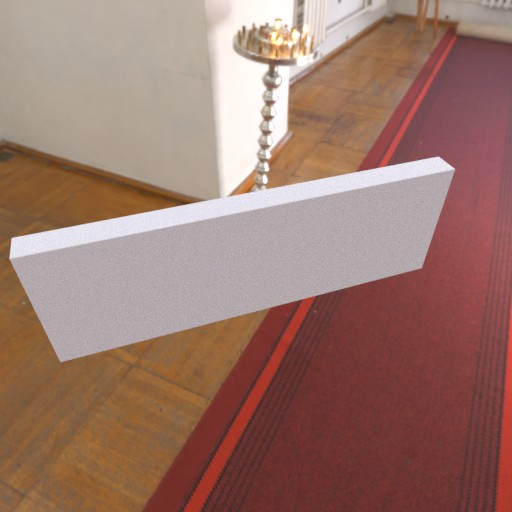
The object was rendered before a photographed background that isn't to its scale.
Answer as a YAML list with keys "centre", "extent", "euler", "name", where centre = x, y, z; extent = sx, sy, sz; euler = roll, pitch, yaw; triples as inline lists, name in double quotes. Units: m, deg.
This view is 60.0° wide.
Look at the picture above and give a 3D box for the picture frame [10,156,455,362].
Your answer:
- centre: [0.000, 0.000, 0.823]
  extent: [0.759, 0.250, 0.050]
  euler: [-13, 43, -14]
  name: "picture frame"
